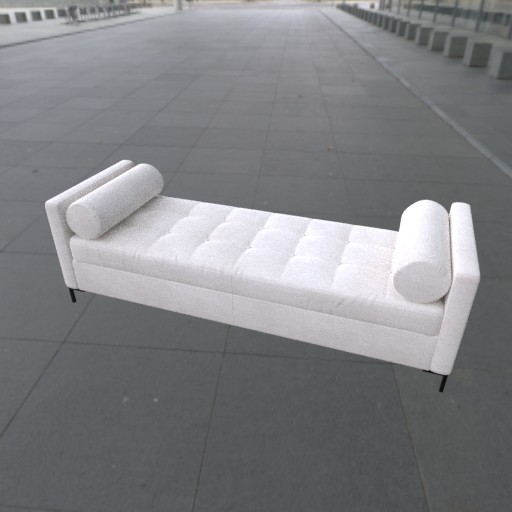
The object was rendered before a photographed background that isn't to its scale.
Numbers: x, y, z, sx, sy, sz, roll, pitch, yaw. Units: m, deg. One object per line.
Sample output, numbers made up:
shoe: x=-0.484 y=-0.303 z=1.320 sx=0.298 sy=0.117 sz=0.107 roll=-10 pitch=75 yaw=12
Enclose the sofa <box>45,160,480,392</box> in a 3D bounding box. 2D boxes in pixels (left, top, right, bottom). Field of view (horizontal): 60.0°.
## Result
sofa: x=0.000 y=0.000 z=2.322 sx=1.981 sy=0.635 sz=0.686 roll=10 pitch=32 yaw=17
